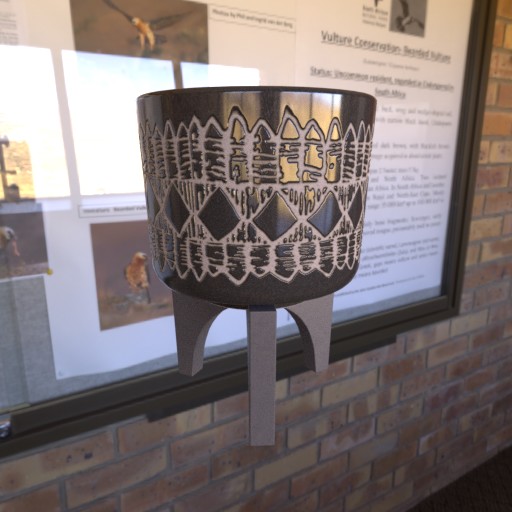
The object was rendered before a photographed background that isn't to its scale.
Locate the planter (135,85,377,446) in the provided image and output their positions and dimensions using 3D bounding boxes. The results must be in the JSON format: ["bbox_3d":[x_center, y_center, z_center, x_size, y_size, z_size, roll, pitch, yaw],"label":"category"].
[{"bbox_3d":[0.000,0.000,0.266,0.129,0.177,0.129,0,14,0],"label":"planter"}]
